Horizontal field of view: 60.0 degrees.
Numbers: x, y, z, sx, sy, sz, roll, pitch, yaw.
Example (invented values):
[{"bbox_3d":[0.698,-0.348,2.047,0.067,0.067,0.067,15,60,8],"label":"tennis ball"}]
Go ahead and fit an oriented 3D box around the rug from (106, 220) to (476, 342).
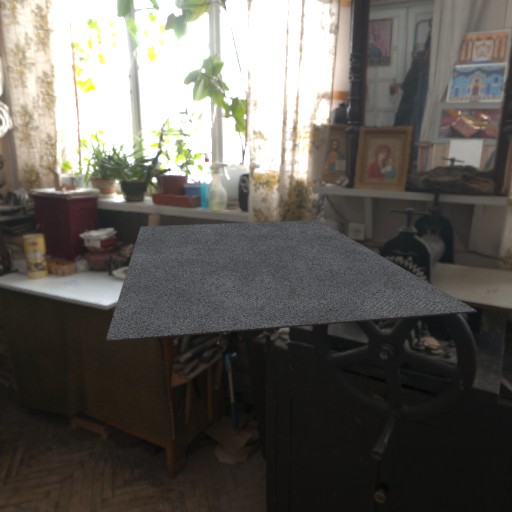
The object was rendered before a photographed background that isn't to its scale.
[{"bbox_3d":[0.000,0.000,2.905,1.600,0.008,2.235,-3,16,-10],"label":"rug"}]
